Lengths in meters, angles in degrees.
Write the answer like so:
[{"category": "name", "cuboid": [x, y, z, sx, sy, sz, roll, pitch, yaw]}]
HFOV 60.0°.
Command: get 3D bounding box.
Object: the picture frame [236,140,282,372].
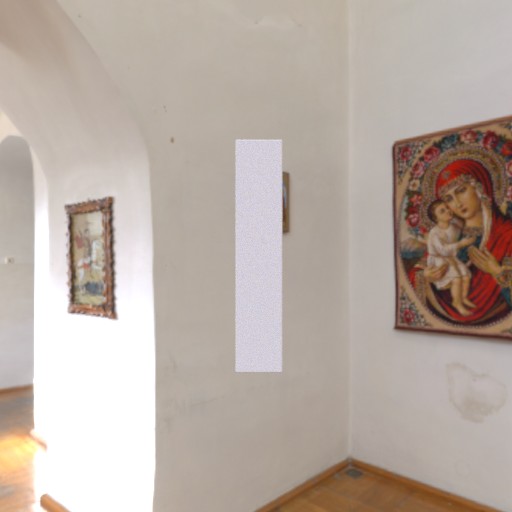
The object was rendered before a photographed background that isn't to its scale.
[{"category": "picture frame", "cuboid": [0.000, 0.000, 0.855, 0.050, 0.250, 0.759, 0, 0, 0]}]
